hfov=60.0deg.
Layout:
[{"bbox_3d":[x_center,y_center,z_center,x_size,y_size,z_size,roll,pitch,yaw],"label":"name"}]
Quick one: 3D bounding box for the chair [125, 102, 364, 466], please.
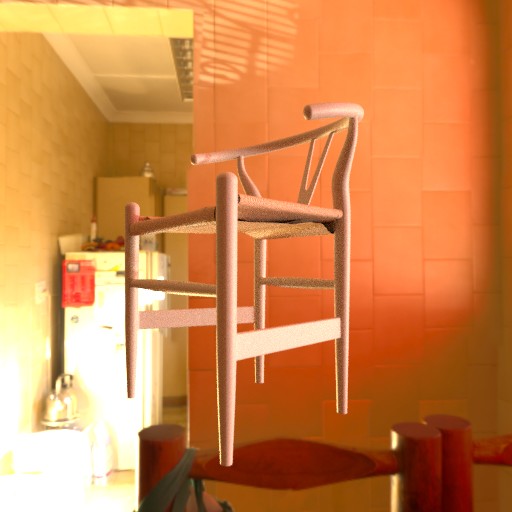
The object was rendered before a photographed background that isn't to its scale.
[{"bbox_3d":[0.000,0.000,1.103,0.500,0.736,0.533,1,-1,-36],"label":"chair"}]
